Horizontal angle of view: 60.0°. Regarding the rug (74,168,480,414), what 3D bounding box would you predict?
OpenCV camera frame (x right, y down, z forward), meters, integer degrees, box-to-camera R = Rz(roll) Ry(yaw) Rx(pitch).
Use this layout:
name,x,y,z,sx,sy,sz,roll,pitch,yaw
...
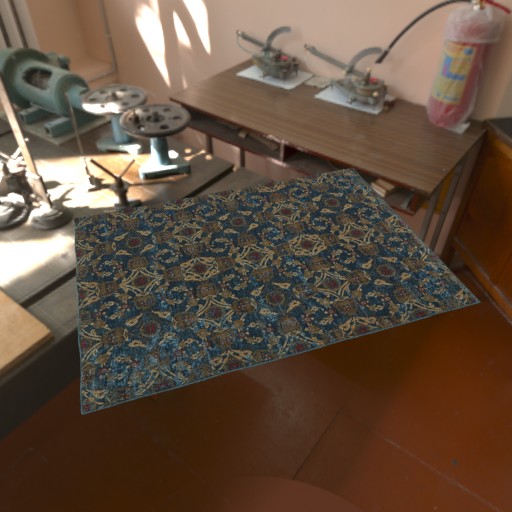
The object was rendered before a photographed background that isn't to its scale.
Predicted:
name,x,y,z,sx,sy,sz,roll,pitch,yaw
rug,0.000,0.000,4.244,3.291,0.013,2.337,-12,43,-13
